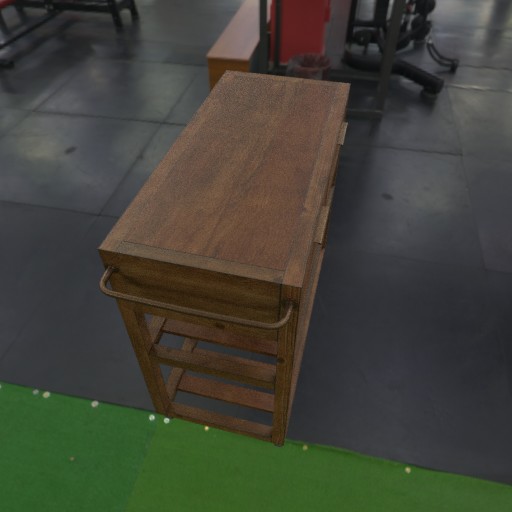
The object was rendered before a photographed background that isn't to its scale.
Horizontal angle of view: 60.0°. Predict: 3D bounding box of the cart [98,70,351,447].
[{"bbox_3d":[0.000,0.000,1.487,0.445,0.830,1.065,10,46,10],"label":"cart"}]
